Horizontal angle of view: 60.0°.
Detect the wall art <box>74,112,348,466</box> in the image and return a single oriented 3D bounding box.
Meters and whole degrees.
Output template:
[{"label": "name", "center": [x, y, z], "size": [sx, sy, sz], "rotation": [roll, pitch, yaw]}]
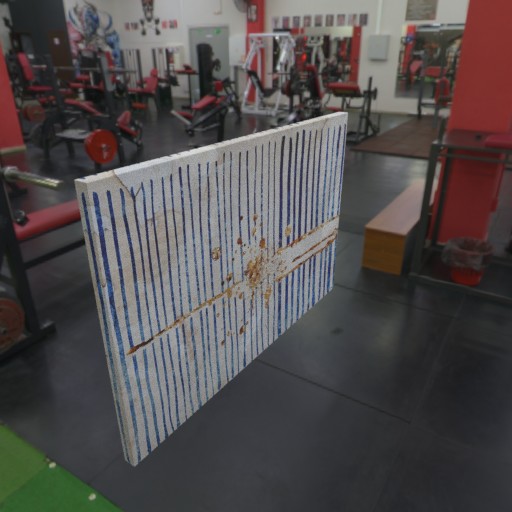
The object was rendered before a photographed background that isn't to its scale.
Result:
[{"label": "wall art", "center": [0.000, 0.000, 1.416], "size": [0.038, 0.757, 1.143], "rotation": [17, 30, 31]}]
